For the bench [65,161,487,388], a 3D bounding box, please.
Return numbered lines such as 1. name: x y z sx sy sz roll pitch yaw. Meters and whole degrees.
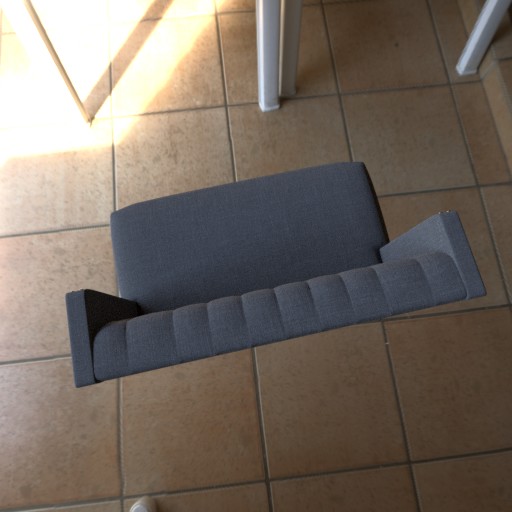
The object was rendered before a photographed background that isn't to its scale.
1. bench: 0.000 0.000 1.943 1.276 1.121 0.842 -12 75 -3
